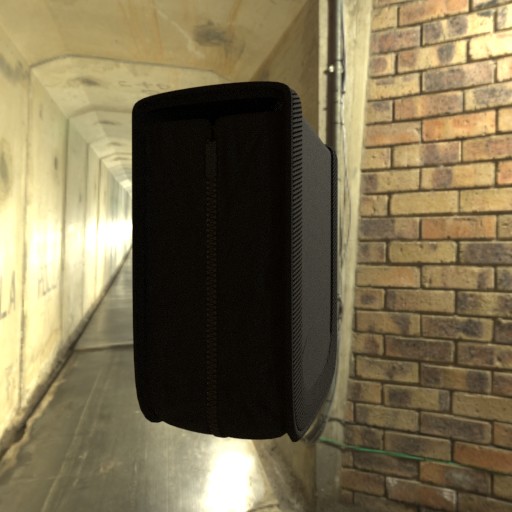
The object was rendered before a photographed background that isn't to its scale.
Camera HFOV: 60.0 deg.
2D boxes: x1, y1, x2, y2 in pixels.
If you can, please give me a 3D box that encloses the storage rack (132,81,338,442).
[{"bbox_3d":[0.000,0.000,0.555,0.168,0.387,0.297,0,1,18],"label":"storage rack"}]
